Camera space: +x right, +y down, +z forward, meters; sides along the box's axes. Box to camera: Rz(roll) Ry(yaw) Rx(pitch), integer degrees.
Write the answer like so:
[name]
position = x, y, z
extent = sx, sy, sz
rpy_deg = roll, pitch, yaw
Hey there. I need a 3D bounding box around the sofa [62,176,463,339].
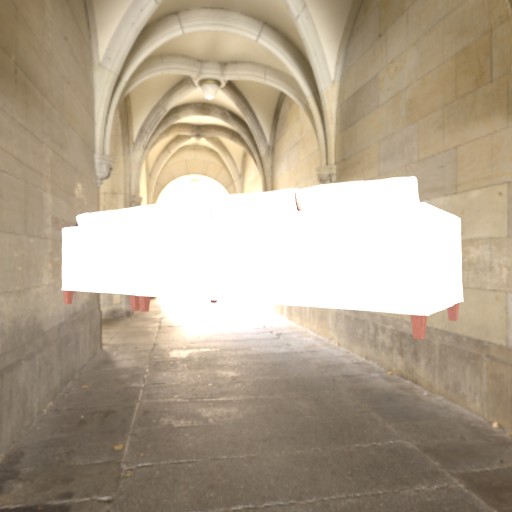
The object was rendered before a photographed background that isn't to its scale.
[sofa]
position = 0.000, 0.000, 3.747
extent = 3.186, 0.861, 1.625
rpy_deg = 0, -1, 35
